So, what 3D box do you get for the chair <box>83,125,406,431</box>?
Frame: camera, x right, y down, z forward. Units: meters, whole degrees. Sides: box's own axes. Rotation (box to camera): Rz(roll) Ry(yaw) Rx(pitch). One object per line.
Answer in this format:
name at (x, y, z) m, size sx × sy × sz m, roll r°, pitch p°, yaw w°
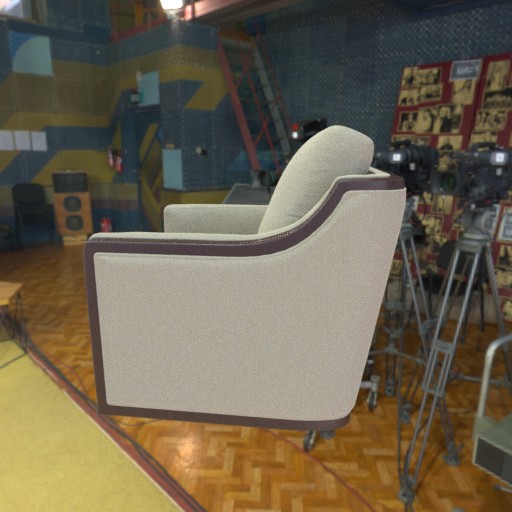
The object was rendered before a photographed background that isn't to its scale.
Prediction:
chair at (0.000, 0.000, 1.682) m, size 0.950 × 0.930 × 0.870 m, roll 2°, pitch 14°, yaw 8°
